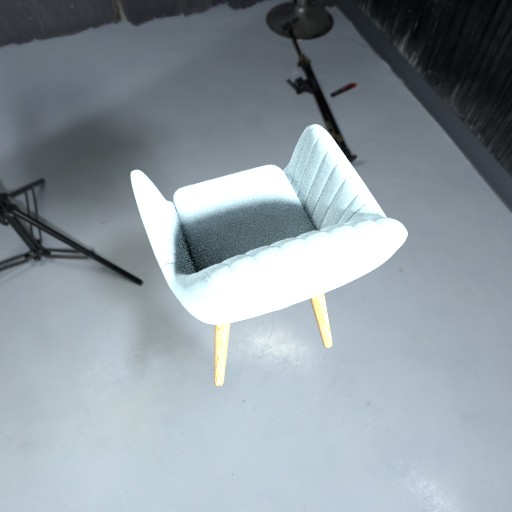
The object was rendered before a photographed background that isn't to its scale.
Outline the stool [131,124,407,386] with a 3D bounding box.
[{"bbox_3d":[0.000,0.000,1.181,0.503,0.830,0.590,-17,60,-10],"label":"stool"}]
